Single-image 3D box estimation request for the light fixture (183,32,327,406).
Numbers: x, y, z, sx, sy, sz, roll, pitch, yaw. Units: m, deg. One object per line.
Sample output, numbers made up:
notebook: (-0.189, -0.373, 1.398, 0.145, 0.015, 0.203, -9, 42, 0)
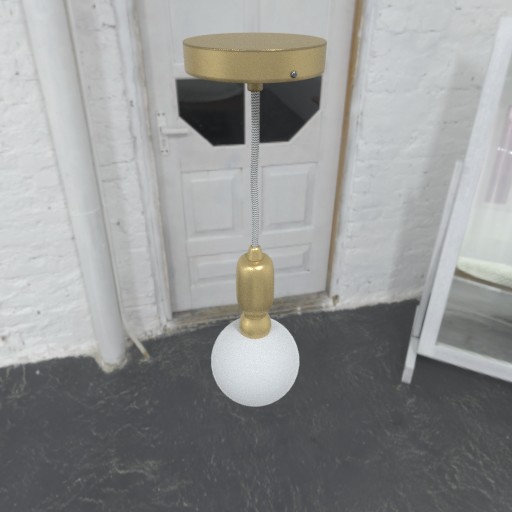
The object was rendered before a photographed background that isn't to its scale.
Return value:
light fixture: (0.000, 0.000, 0.578, 0.146, 0.510, 0.147, -22, 38, -31)
